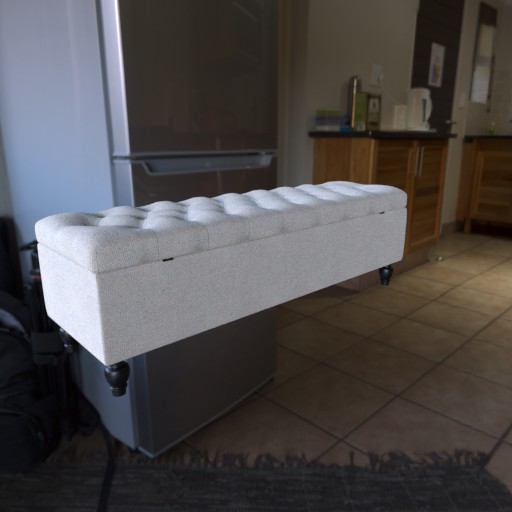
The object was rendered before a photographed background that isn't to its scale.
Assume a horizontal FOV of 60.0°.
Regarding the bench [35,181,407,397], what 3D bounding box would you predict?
[{"bbox_3d":[0.000,0.000,1.742,1.480,0.467,0.455,-14,21,-40],"label":"bench"}]
